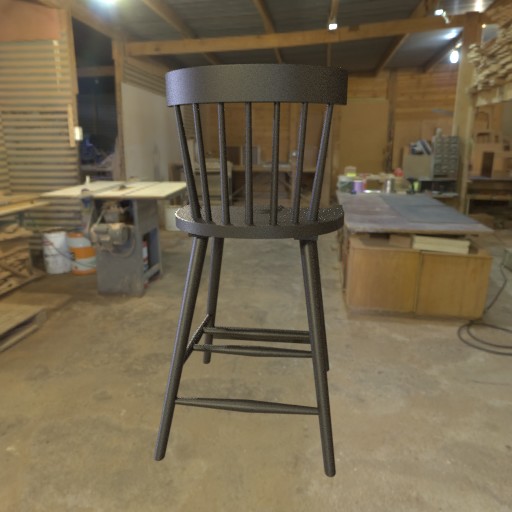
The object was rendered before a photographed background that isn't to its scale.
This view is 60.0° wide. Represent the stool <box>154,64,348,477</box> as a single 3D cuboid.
[{"bbox_3d":[0.000,0.000,1.245,0.494,0.953,0.549,2,14,7],"label":"stool"}]
